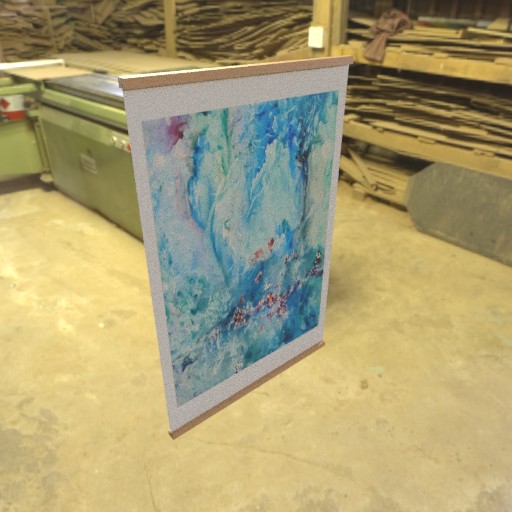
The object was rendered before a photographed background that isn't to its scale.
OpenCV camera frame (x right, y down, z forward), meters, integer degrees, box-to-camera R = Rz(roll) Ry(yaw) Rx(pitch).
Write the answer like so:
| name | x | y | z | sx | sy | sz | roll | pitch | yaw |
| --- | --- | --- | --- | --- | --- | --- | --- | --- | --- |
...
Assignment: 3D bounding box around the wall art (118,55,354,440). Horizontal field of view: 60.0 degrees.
| name | x | y | z | sx | sy | sz | roll | pitch | yaw |
| --- | --- | --- | --- | --- | --- | --- | --- | --- | --- |
| wall art | 0.000 | 0.000 | 1.894 | 0.991 | 1.510 | 0.040 | -22 | 36 | -34 |
